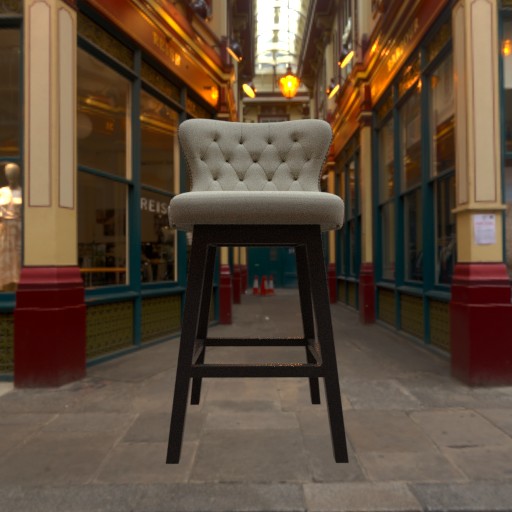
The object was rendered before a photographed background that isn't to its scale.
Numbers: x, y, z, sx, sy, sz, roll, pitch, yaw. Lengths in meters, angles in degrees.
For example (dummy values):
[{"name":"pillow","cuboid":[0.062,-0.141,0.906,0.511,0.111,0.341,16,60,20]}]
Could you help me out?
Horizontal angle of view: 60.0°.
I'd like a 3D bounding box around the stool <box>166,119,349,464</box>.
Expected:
[{"name":"stool","cuboid":[0.000,0.000,1.331,0.528,0.971,0.593,0,0,-1]}]
